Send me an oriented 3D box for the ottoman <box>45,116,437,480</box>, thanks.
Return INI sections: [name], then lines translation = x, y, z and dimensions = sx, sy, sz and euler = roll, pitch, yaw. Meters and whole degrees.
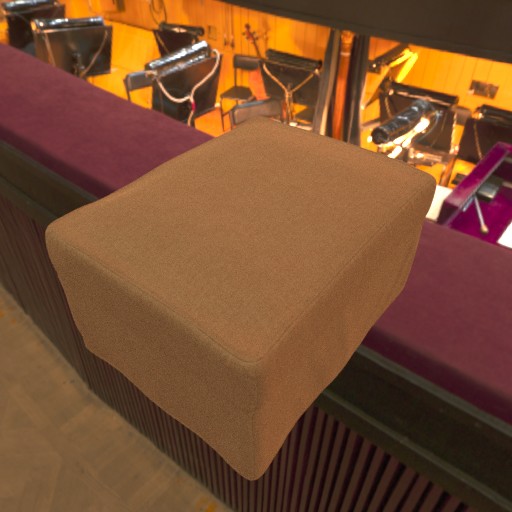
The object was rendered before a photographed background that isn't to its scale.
[ottoman]
translation = 0.000, 0.000, 1.235
dimensions = 0.650, 0.485, 0.833
euler = 27, 47, 28
